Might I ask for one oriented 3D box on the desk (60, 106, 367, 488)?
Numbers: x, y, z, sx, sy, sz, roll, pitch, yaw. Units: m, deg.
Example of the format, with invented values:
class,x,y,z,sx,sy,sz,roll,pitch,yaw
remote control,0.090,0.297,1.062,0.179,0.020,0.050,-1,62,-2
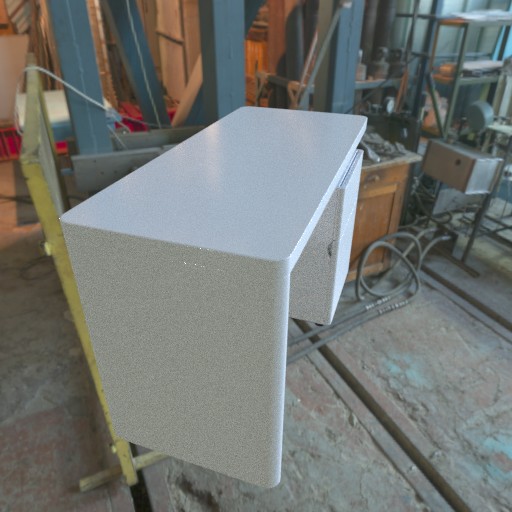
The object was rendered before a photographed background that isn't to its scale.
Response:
class,x,y,z,sx,sy,sz,roll,pitch,yaw
desk,0.000,0.000,1.599,0.550,0.760,1.200,10,33,17
